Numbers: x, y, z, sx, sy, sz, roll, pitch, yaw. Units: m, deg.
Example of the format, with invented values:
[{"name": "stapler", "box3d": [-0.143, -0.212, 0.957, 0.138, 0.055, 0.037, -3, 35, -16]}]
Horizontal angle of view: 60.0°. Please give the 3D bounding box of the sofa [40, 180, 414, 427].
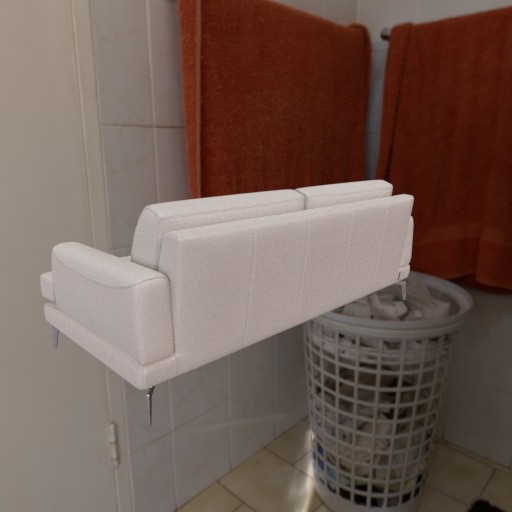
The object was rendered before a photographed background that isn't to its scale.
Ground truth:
[{"name": "sofa", "box3d": [0.000, 0.000, 2.401, 1.940, 0.765, 0.974, -14, 20, -43]}]
